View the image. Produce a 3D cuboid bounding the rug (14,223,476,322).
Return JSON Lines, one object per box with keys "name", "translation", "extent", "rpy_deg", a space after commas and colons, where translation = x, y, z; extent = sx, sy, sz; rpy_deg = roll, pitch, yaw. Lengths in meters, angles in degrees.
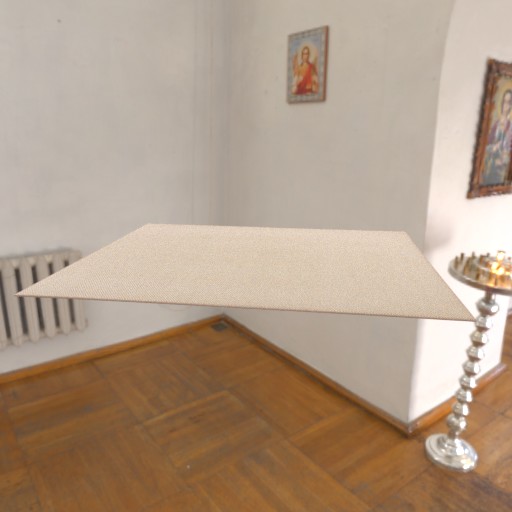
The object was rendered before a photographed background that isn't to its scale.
{"name": "rug", "translation": [0.000, 0.000, 4.031], "extent": [3.039, 0.018, 2.462], "rpy_deg": [2, 16, 8]}
